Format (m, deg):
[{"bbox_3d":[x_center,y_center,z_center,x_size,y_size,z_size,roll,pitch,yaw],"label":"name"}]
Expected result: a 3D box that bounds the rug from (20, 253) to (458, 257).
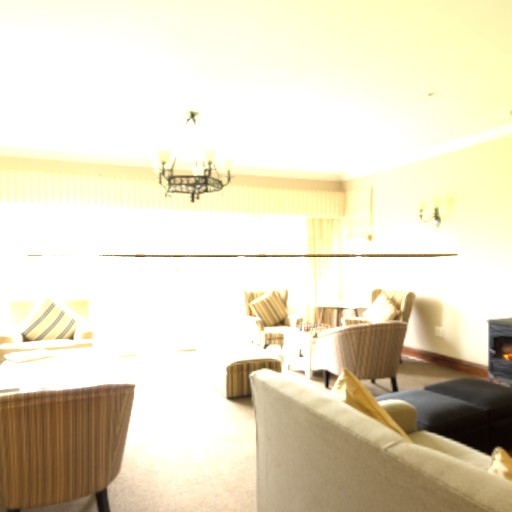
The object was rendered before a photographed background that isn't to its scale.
[{"bbox_3d":[0.000,0.000,4.335,3.357,0.019,2.449,0,0,18],"label":"rug"}]
